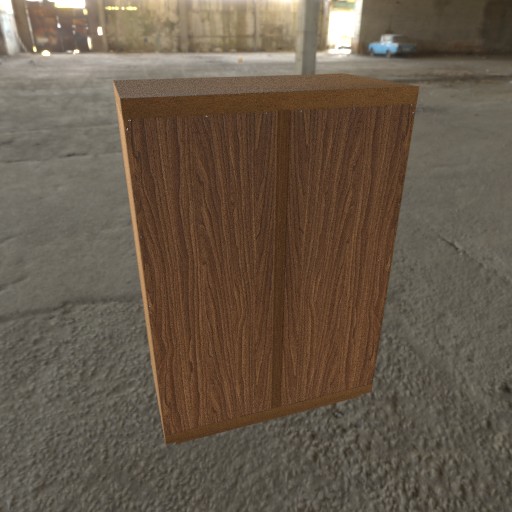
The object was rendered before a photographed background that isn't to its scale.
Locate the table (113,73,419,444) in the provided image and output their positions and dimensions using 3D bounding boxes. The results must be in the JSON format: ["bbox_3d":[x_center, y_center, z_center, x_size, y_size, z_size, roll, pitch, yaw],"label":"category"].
[{"bbox_3d":[0.000,0.000,1.769,0.901,1.294,0.524,-8,28,-16],"label":"table"}]
